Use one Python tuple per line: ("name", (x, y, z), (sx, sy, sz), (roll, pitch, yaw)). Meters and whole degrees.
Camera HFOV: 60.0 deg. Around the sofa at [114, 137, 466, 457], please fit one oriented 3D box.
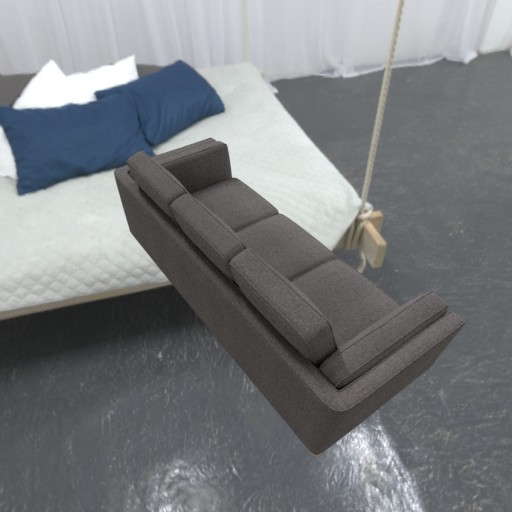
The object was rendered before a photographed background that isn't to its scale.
("sofa", (0.000, 0.000, 2.834), (0.903, 0.899, 2.362), (-26, 48, -26))
